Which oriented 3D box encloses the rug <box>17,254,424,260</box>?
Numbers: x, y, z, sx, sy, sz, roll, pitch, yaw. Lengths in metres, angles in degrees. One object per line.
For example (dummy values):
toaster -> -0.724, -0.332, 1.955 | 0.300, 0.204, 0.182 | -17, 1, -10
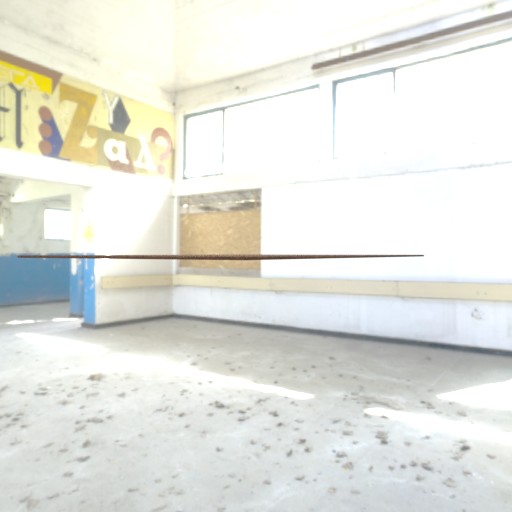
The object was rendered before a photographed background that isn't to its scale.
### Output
rug -> 0.000, 0.000, 2.291 | 1.219, 0.010, 1.829 | 0, 0, 35
